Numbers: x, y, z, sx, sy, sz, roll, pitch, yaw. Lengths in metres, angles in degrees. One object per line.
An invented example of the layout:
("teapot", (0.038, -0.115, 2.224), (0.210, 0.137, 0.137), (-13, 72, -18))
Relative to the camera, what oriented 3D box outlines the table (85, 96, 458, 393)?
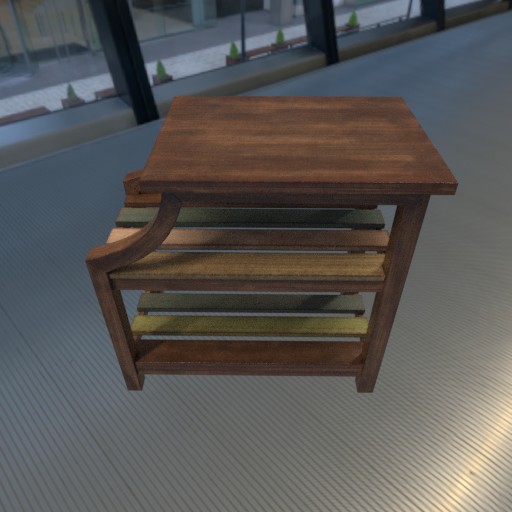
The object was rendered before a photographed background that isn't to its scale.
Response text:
("table", (0.000, 0.000, 0.986), (0.609, 0.584, 0.356), (0, 40, 1))
